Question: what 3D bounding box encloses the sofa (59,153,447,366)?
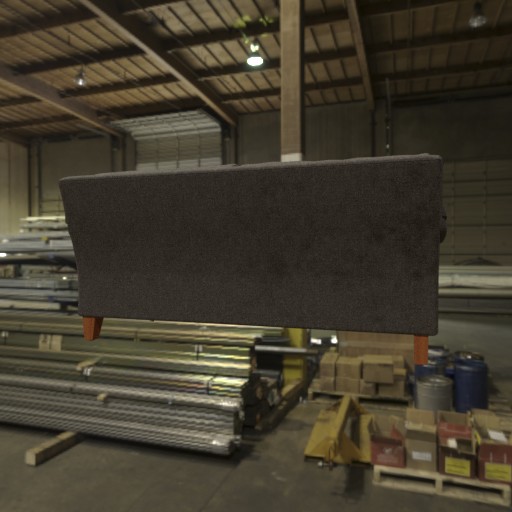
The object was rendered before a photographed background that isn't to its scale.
[{"bbox_3d":[0.000,0.000,2.791,2.160,1.054,1.087,0,1,18],"label":"sofa"}]
